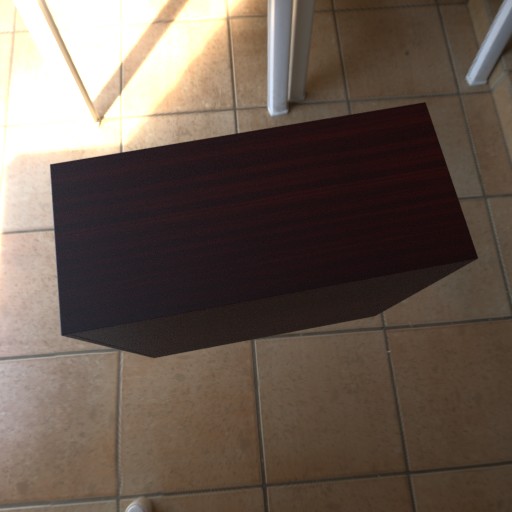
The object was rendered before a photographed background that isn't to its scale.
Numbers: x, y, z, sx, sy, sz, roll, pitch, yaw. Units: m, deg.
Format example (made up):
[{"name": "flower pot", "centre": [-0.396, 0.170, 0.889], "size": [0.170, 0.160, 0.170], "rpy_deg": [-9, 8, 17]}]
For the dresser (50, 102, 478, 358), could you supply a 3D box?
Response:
[{"name": "dresser", "centre": [0.000, 0.000, 1.175], "size": [0.750, 0.720, 0.360], "rpy_deg": [-10, 74, -3]}]
